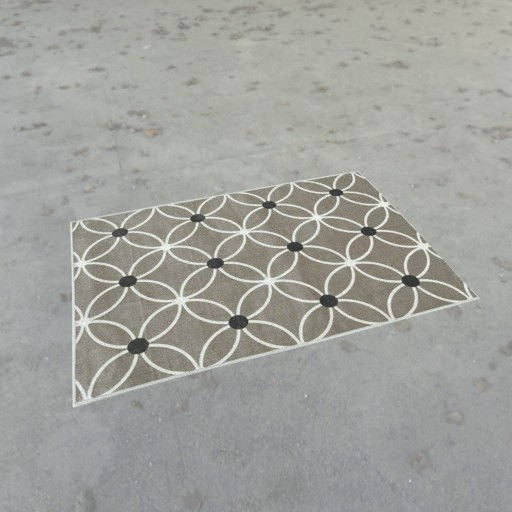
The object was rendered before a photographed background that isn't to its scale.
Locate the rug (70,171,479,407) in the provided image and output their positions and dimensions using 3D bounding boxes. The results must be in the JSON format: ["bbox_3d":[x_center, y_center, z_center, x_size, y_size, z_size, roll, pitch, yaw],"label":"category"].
[{"bbox_3d":[0.000,0.000,2.872,2.284,0.008,1.522,-12,43,-13],"label":"rug"}]
